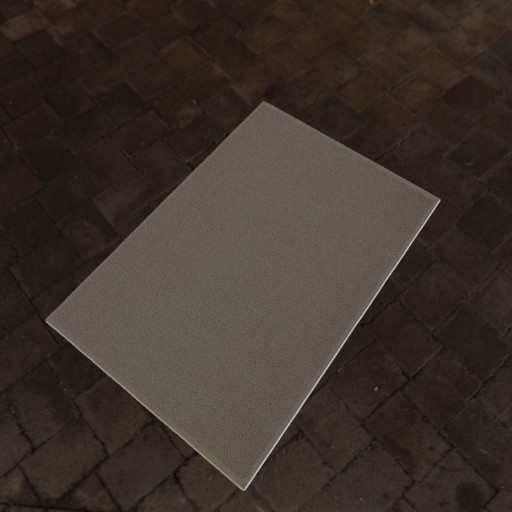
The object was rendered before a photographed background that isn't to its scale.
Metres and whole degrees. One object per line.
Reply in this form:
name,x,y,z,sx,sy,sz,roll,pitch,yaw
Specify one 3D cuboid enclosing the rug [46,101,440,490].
rug,0.000,0.000,2.888,1.532,0.017,2.244,34,69,15
